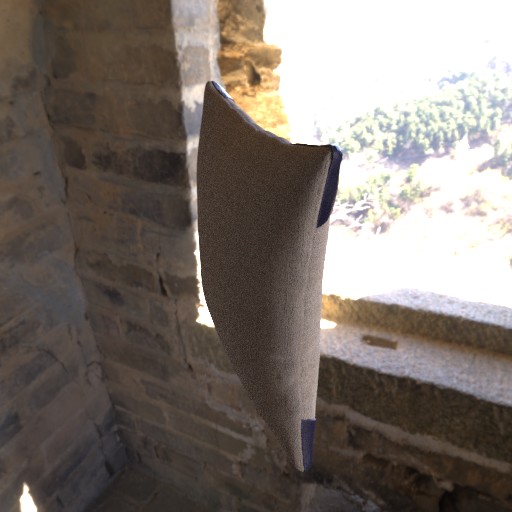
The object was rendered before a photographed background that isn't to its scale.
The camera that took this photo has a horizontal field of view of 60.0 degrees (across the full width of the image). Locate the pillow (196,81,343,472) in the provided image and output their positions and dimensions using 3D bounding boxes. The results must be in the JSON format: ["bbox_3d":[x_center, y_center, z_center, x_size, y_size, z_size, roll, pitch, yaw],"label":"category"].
[{"bbox_3d":[0.000,0.000,0.660,0.147,0.441,0.440,-10,31,-18],"label":"pillow"}]
